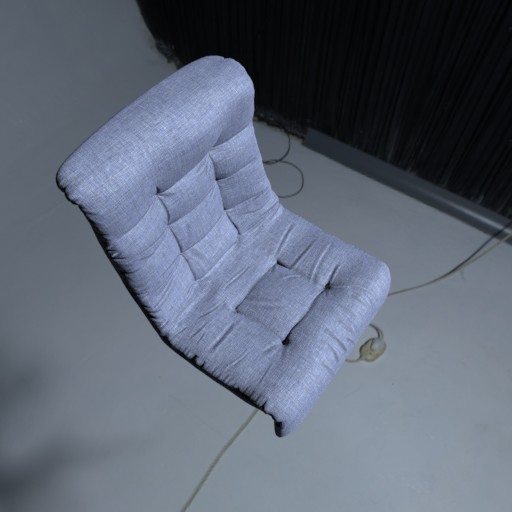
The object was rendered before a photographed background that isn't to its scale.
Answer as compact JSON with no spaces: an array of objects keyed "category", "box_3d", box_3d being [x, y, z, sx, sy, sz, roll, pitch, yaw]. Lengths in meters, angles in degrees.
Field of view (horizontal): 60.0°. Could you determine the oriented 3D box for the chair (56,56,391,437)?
[{"category":"chair","box_3d":[0.000,0.000,1.199,0.668,0.749,0.597,32,62,19]}]
